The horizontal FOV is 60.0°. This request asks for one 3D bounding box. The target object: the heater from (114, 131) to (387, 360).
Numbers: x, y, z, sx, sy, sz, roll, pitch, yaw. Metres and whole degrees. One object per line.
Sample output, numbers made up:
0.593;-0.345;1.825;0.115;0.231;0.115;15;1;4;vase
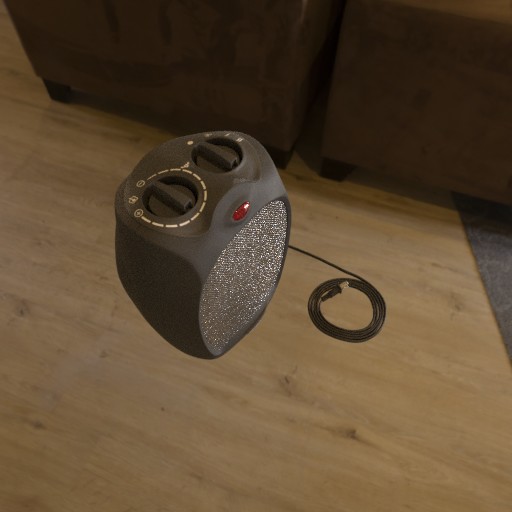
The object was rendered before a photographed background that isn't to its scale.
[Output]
0.000;0.000;0.477;0.291;0.240;0.239;31;61;20;heater
